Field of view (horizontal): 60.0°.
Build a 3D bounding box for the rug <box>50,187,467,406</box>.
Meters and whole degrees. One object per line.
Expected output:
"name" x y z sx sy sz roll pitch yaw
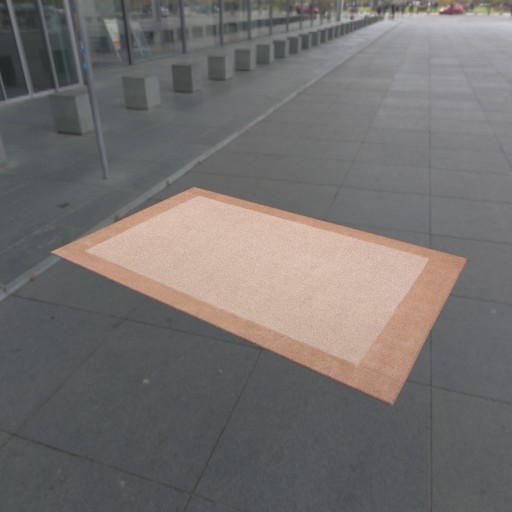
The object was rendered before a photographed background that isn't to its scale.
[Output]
"rug" 0.000 0.000 3.054 2.438 0.014 1.524 18 34 29
